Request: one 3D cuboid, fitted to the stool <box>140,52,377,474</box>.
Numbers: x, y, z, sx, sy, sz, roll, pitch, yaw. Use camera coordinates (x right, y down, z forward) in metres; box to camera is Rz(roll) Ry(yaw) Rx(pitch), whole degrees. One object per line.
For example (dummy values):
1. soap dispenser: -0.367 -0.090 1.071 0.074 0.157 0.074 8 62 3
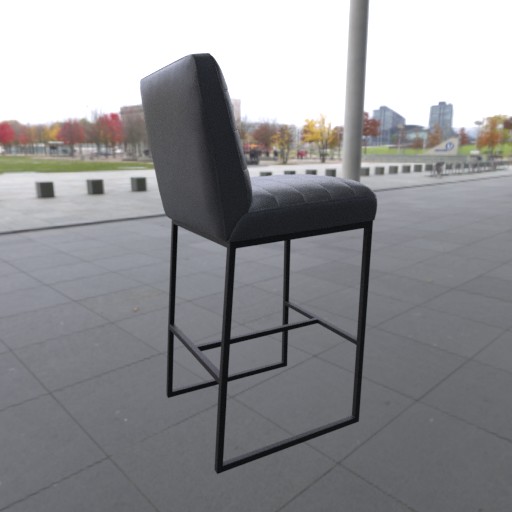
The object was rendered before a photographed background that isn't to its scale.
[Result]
1. stool: 0.000 0.000 1.346 0.552 1.040 0.457 -7 15 -28
